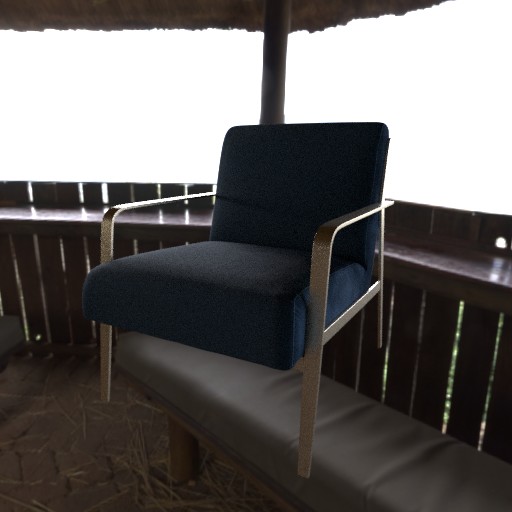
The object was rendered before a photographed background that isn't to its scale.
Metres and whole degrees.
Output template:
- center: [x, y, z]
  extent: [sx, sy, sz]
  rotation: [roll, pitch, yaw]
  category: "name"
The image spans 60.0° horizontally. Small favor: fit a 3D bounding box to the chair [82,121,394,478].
- center: [0.000, 0.000, 1.394]
  extent: [0.692, 0.831, 0.859]
  rotation: [8, 16, 28]
  category: "chair"
